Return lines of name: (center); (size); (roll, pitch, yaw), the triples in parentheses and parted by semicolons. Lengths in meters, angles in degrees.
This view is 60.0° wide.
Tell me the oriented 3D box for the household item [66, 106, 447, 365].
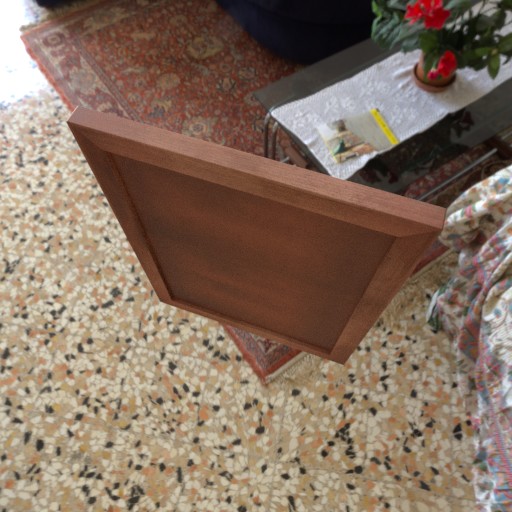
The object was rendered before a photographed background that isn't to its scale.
household item: (0.000, 0.000, 0.537); (0.310, 0.407, 0.067); (18, 64, 9)
